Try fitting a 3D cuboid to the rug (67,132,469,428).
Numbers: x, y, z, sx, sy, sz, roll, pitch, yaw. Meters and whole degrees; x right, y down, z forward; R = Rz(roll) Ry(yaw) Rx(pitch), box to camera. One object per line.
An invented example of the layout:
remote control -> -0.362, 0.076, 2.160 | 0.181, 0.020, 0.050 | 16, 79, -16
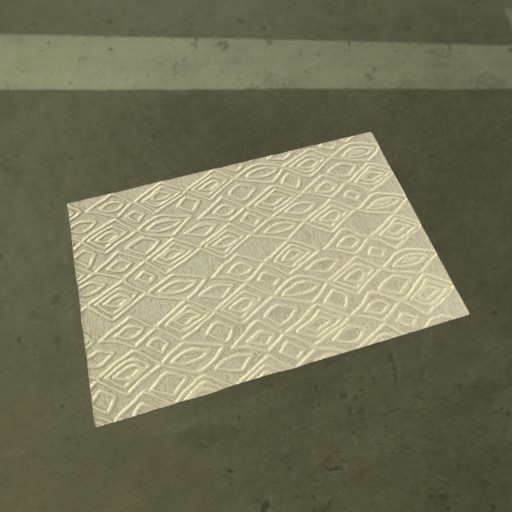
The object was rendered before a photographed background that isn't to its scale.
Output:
rug -> 0.000, 0.000, 2.320 | 1.832, 0.016, 1.224 | -15, 64, -7
